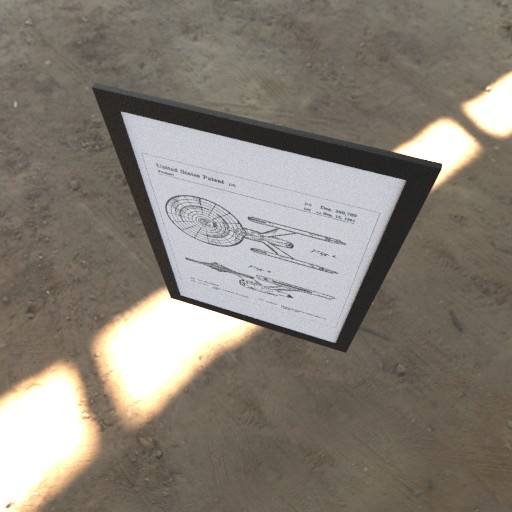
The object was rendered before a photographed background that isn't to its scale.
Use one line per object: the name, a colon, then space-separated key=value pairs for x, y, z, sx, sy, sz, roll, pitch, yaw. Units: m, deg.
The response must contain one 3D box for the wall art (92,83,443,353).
wall art: x=0.000 y=0.000 z=0.685 sx=0.379 sy=0.530 sz=0.008 roll=16 pitch=60 yaw=9
